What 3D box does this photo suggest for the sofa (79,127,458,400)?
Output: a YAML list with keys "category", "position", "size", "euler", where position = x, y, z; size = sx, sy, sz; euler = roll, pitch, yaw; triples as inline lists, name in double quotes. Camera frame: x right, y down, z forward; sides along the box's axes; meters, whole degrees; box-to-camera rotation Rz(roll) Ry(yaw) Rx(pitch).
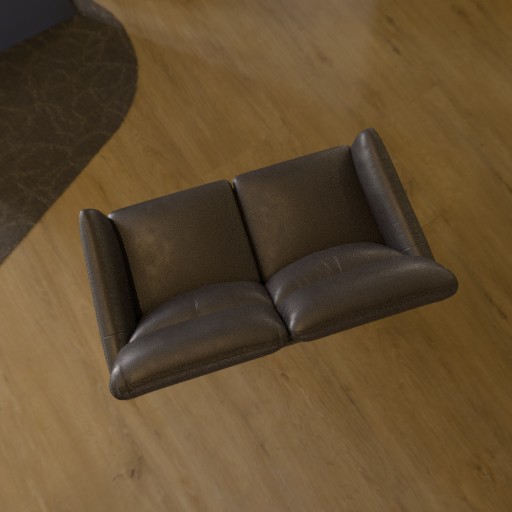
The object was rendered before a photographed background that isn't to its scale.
- category: "sofa"
  position: [0.000, 0.000, 2.197]
  size: [1.596, 0.920, 0.958]
  euler: [-17, 77, -4]
